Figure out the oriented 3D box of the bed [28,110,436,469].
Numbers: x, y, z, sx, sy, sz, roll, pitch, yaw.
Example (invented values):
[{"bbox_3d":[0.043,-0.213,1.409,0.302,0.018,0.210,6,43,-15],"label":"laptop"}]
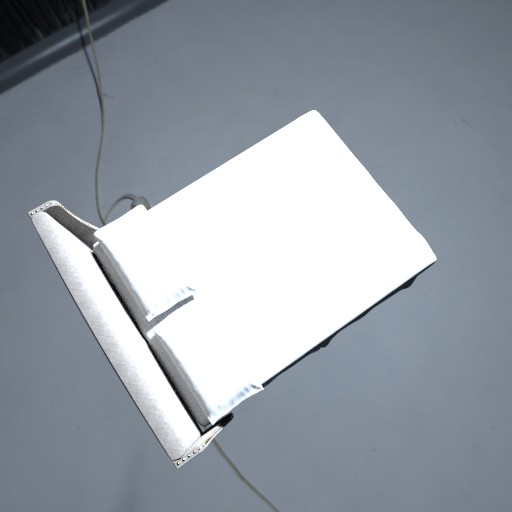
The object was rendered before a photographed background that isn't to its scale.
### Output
[{"bbox_3d":[0.000,0.000,3.233,2.237,1.407,1.710,-33,77,-9],"label":"bed"}]
